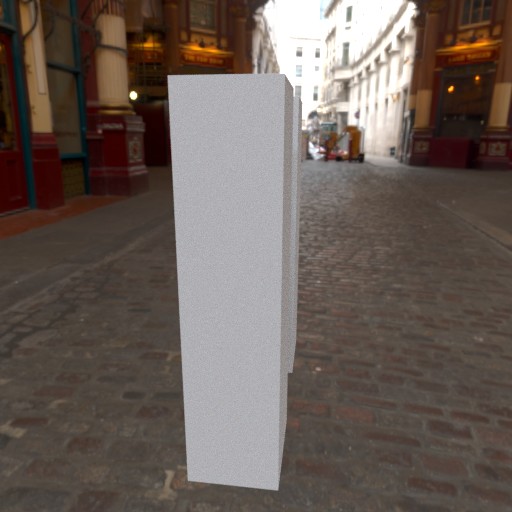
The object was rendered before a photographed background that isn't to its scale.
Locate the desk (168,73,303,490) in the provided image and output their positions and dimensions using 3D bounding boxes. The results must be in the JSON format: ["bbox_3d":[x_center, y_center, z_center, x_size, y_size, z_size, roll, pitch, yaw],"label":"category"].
[{"bbox_3d":[0.000,0.000,2.890,0.480,2.000,1.770,2,16,8],"label":"desk"}]
